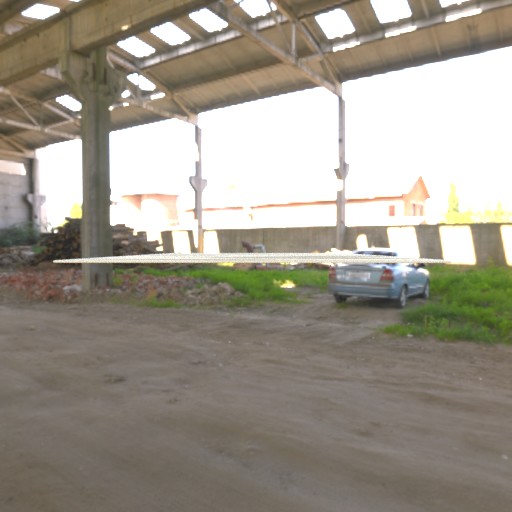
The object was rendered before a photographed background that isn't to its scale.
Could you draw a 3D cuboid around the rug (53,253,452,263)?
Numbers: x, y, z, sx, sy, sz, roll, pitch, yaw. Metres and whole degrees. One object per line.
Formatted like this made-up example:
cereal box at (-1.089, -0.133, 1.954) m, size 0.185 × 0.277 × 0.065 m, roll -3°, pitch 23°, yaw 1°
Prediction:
rug at (0.000, 0.000, 2.262) m, size 1.225 × 0.008 × 1.827 m, roll 0°, pitch 1°, yaw 1°
